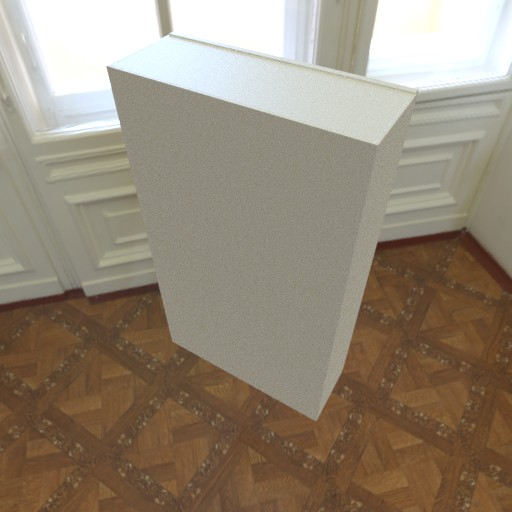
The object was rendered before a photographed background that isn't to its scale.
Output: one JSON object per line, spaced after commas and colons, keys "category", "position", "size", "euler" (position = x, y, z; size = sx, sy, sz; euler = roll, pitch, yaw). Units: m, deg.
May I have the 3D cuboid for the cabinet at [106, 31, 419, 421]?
{"category": "cabinet", "position": [0.000, 0.000, 2.629], "size": [1.250, 2.160, 0.480], "euler": [23, 50, 21]}
